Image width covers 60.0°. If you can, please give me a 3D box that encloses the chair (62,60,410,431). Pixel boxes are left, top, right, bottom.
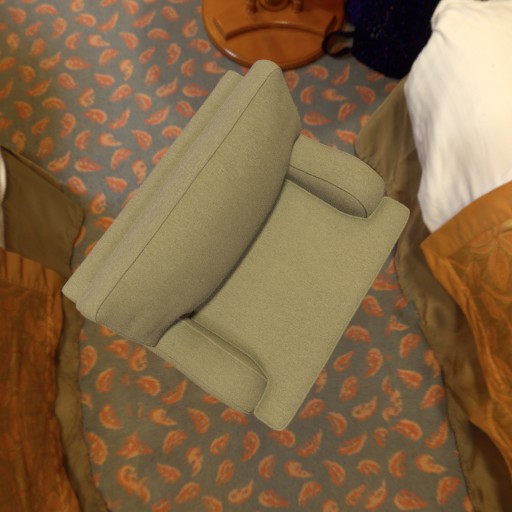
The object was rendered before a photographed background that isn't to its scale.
[{"bbox_3d":[0.000,0.000,2.043,1.041,1.016,1.220,32,78,8],"label":"chair"}]
